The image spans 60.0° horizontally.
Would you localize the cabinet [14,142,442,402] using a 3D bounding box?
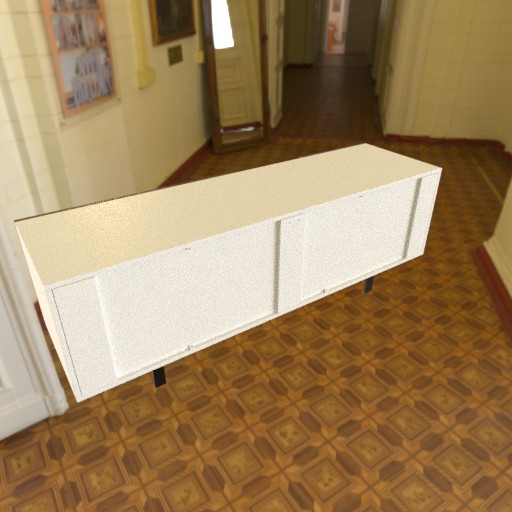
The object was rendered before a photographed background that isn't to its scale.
[{"bbox_3d":[0.000,0.000,1.698,1.499,0.533,0.431,-19,35,-29],"label":"cabinet"}]
